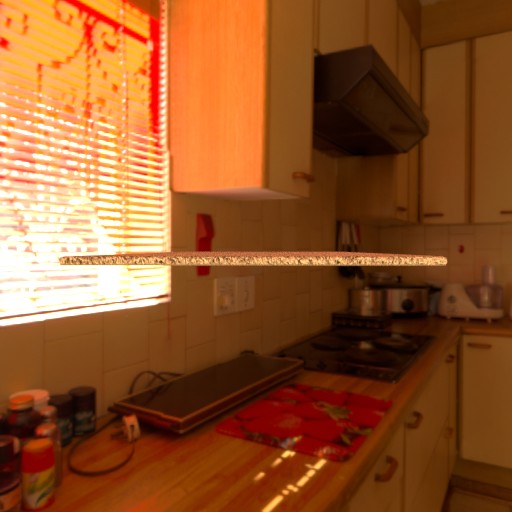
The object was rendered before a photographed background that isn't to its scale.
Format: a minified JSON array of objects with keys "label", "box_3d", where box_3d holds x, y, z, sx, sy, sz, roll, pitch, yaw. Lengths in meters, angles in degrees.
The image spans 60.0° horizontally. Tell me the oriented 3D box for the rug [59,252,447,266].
[{"label":"rug","box_3d":[0.000,0.000,2.266,1.219,0.030,1.778,0,1,1]}]
